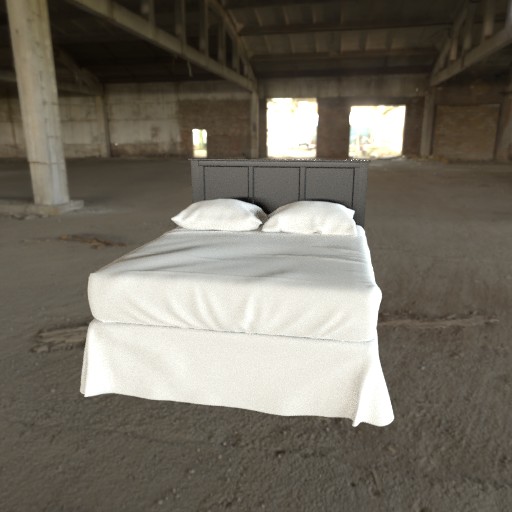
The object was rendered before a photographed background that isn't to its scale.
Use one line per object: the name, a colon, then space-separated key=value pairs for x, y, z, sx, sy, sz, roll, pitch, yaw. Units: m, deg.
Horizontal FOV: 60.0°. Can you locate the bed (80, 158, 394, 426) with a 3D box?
bed: x=0.000 y=0.000 z=3.206 sx=1.870 sy=1.270 sz=2.050 roll=3 pitch=15 yaw=10
